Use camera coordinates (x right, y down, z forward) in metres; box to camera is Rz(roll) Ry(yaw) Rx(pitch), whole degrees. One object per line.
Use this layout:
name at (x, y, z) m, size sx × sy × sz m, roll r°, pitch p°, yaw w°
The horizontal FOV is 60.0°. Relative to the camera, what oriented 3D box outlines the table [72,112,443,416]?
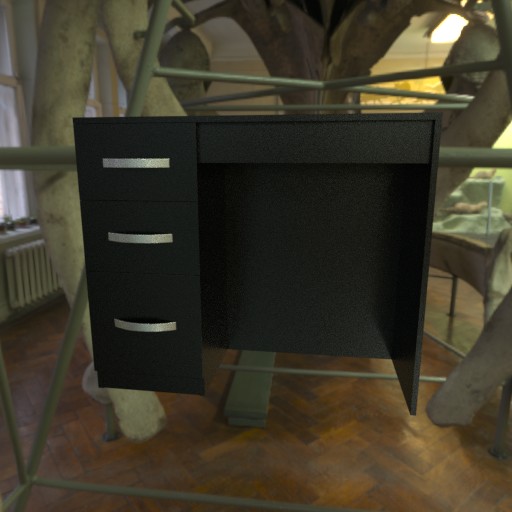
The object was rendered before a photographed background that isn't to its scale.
table at (0.000, 0.000, 1.345) m, size 0.930 × 0.790 × 0.380 m, roll 2°, pitch 13°, yaw 8°
